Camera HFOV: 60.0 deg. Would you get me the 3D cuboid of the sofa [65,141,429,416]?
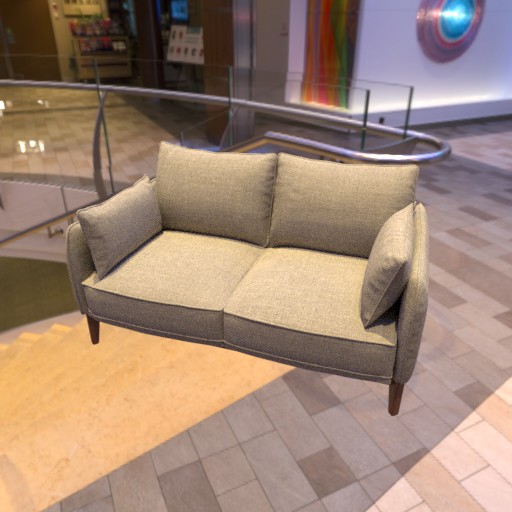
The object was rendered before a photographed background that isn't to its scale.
[{"bbox_3d":[0.000,0.000,2.172,1.580,0.851,0.972,9,29,16],"label":"sofa"}]
